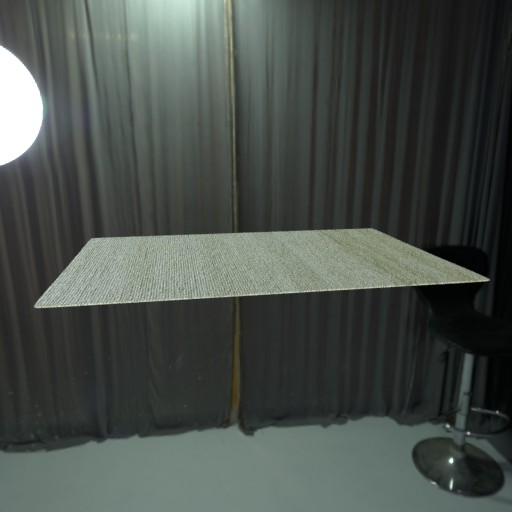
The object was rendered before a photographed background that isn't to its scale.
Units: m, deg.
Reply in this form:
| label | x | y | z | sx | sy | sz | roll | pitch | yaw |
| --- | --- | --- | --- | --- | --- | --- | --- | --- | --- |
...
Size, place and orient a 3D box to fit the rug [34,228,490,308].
| label | x | y | z | sx | sy | sz | roll | pitch | yaw |
| --- | --- | --- | --- | --- | --- | --- | --- | --- | --- |
| rug | 0.000 | 0.000 | 2.204 | 1.758 | 0.010 | 1.143 | -3 | 15 | -10 |
